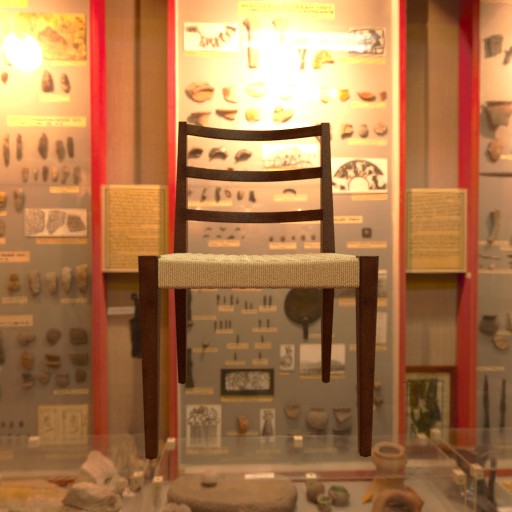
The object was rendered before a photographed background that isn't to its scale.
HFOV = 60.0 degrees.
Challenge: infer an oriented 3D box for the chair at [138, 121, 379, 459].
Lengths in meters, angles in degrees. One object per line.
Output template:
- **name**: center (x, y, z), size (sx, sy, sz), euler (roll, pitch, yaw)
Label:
- **chair**: center (0.000, 0.000, 1.153), size (0.480, 0.813, 0.551), euler (0, 2, -1)
